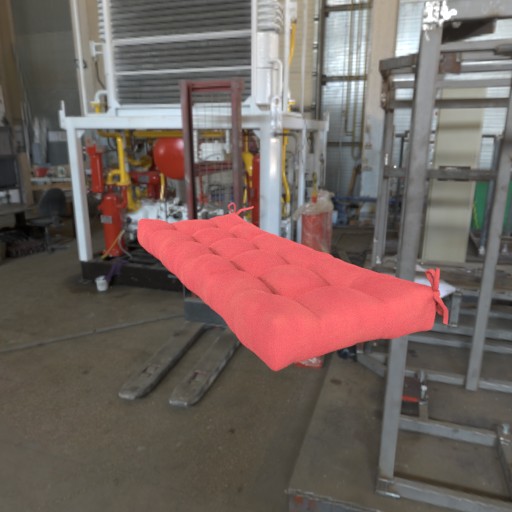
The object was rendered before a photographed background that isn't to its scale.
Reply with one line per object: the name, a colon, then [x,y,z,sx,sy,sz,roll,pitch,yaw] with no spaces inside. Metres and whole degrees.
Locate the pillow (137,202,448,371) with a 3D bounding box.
pillow: [0.000,0.000,1.398,0.511,0.174,1.194,-8,17,-26]
